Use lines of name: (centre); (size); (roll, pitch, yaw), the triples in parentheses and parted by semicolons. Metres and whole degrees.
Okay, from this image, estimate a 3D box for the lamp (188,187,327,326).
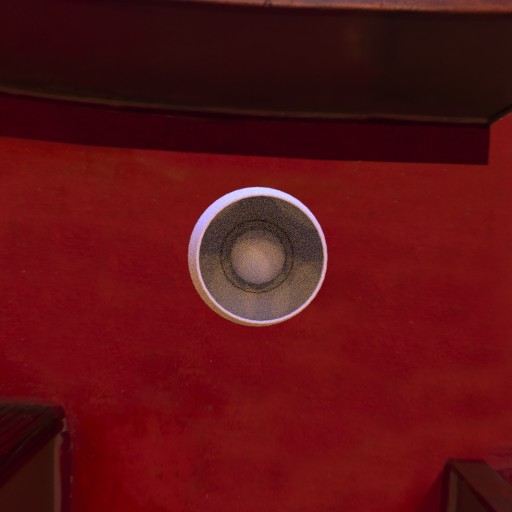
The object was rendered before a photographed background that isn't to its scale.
lamp: (0.000, 0.000, 0.710); (0.181, 0.639, 0.181); (0, 90, -1)
